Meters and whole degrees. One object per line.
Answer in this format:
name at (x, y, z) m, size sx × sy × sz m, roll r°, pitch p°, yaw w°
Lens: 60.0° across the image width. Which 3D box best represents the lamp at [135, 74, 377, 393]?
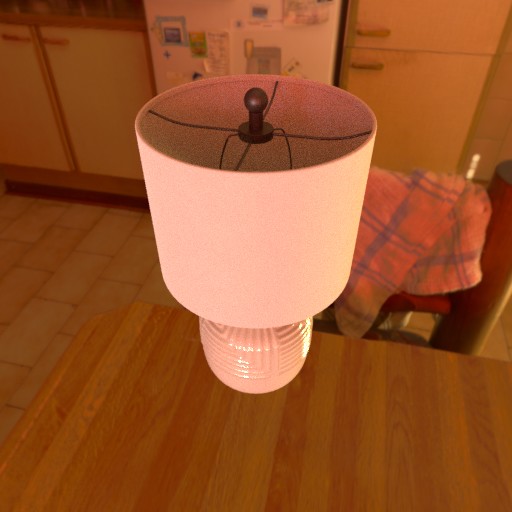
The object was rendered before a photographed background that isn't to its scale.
lamp at (0.000, 0.000, 0.754) m, size 0.318 × 0.567 × 0.318 m, roll 0°, pitch 40°, yaw 0°
